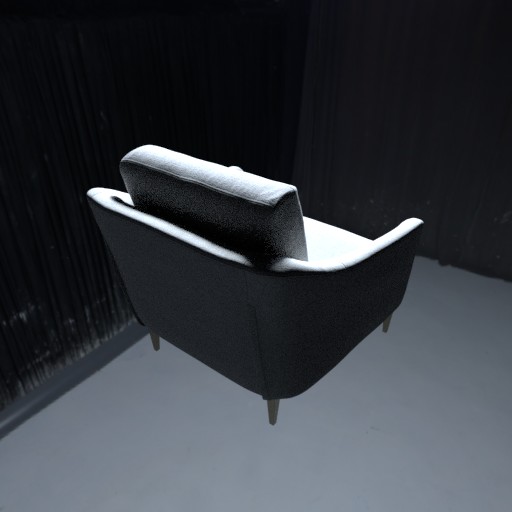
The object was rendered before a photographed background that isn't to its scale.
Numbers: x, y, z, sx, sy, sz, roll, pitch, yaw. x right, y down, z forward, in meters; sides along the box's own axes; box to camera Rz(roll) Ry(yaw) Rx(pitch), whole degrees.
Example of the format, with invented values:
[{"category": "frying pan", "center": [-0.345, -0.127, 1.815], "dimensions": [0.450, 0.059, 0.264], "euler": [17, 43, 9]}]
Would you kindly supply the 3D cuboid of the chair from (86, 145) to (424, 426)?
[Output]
[{"category": "chair", "center": [0.000, 0.000, 1.760], "dimensions": [0.986, 0.902, 0.961], "euler": [22, 38, 31]}]
